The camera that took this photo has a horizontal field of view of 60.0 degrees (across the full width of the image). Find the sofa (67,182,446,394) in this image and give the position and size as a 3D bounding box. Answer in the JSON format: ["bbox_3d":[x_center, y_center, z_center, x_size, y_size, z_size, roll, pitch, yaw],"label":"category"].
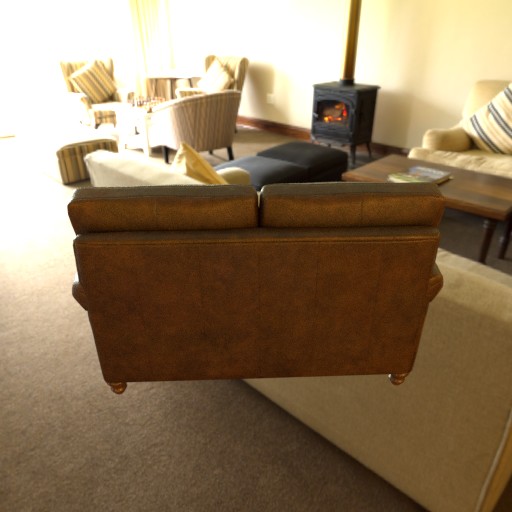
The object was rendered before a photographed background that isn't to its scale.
[{"bbox_3d":[0.000,0.000,2.281,1.616,0.976,0.990,-1,28,-2],"label":"sofa"}]
